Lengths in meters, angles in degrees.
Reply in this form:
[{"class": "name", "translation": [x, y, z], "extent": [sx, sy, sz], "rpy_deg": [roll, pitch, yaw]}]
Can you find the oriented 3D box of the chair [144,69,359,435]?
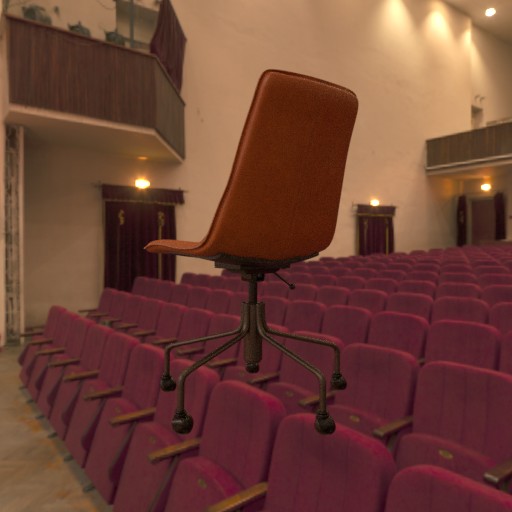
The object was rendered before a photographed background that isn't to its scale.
[{"class": "chair", "translation": [0.000, 0.000, 1.387], "extent": [0.651, 0.920, 0.660], "rpy_deg": [-1, 2, -36]}]
